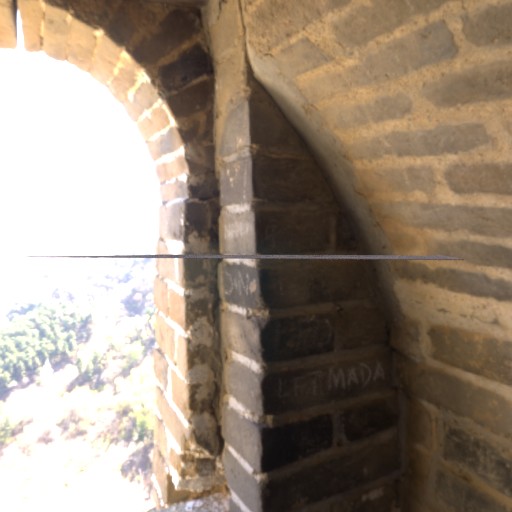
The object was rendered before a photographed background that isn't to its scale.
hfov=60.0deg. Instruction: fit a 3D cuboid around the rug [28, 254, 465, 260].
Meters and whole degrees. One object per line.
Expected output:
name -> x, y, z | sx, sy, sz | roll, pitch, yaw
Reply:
rug -> 0.000, 0.000, 2.248 | 1.813, 0.008, 1.223 | 0, 1, 19
